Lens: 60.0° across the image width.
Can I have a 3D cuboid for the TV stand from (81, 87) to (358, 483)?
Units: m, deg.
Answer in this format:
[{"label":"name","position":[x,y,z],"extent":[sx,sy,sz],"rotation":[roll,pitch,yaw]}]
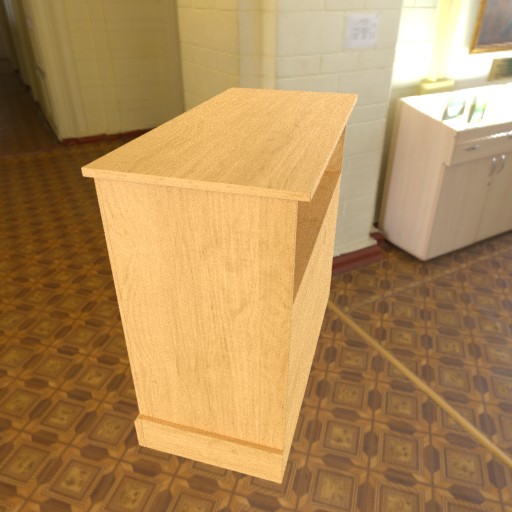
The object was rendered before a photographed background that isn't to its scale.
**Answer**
[{"label":"TV stand","position":[0.000,0.000,1.313],"extent":[0.430,0.787,0.851],"rotation":[8,32,14]}]
